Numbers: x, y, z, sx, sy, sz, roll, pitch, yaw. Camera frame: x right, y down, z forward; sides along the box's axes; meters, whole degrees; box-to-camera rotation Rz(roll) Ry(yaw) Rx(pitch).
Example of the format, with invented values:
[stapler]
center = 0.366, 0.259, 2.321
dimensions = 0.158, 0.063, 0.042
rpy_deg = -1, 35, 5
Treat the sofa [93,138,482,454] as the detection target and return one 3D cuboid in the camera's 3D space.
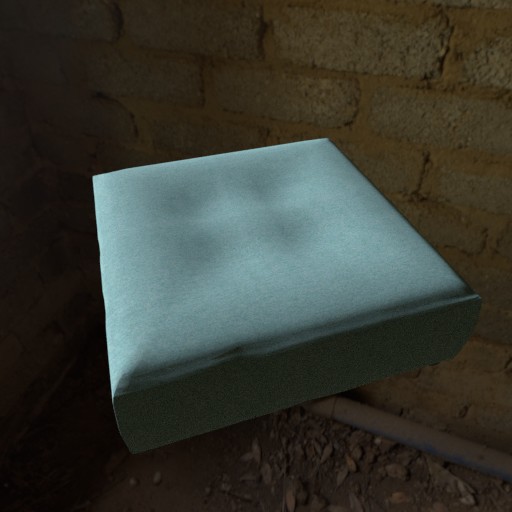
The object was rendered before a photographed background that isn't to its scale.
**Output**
[sofa]
center = 0.000, 0.000, 1.414
dimensions = 0.930, 0.330, 0.930
rpy_deg = -12, 43, -13
